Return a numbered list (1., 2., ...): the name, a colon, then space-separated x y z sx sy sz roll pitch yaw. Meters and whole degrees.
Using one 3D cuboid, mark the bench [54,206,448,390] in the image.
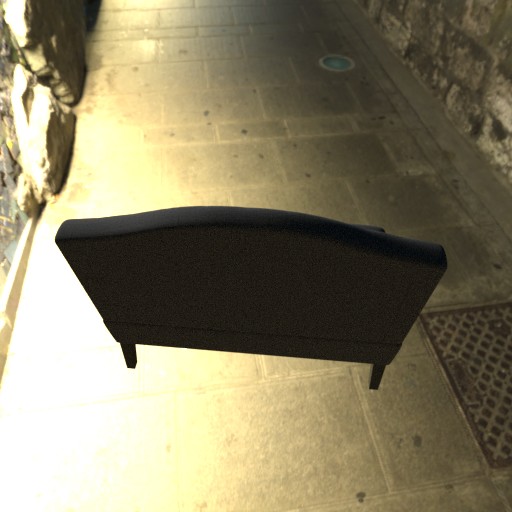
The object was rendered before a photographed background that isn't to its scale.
1. bench: 0.000 0.000 2.054 1.335 1.180 0.815 4 48 4
